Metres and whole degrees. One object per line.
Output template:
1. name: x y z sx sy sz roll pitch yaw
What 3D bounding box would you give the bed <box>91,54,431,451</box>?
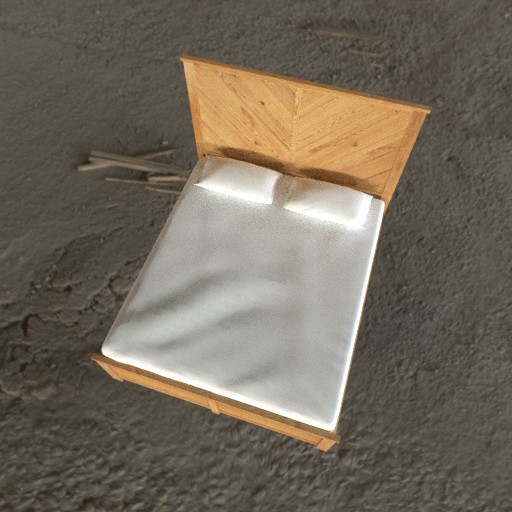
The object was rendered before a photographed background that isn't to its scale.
1. bed: 0.000 0.000 3.529 1.936 1.686 2.201 16 61 9
